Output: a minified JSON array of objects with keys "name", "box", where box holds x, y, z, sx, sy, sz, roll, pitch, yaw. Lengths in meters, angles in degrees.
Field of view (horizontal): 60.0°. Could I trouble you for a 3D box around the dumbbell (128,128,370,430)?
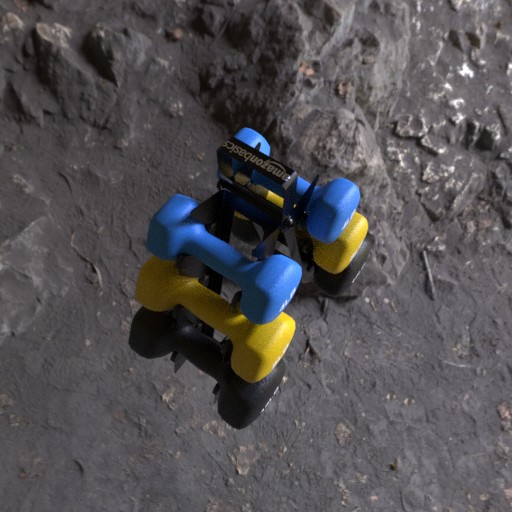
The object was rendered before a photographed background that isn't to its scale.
[{"name":"dumbbell","box":[0.000,0.000,0.668,0.255,0.426,0.409,33,66,17]}]
